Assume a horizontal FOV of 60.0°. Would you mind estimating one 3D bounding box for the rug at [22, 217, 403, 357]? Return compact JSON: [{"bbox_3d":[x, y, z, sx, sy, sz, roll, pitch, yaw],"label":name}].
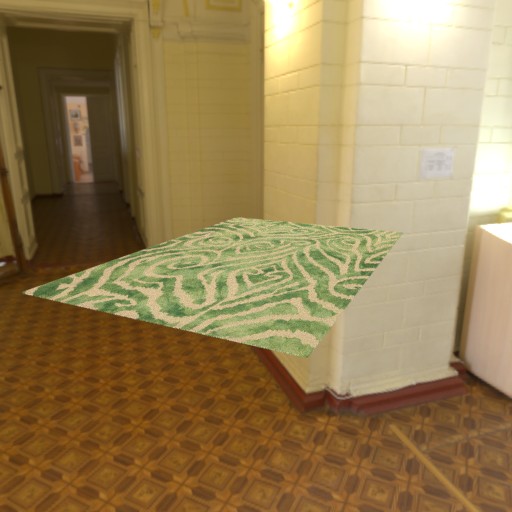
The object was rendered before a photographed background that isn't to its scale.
[{"bbox_3d":[0.000,0.000,2.327,1.220,0.006,1.826,7,17,25],"label":"rug"}]
